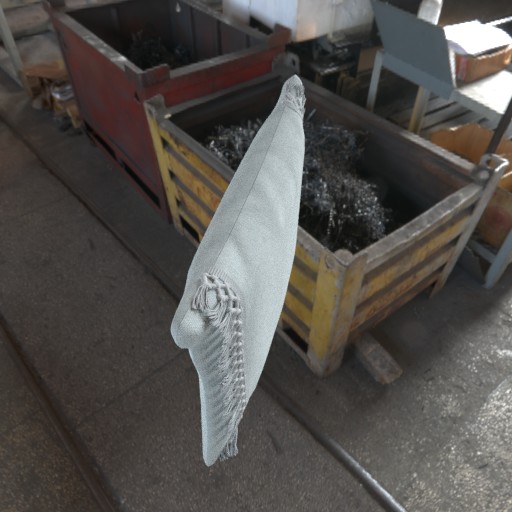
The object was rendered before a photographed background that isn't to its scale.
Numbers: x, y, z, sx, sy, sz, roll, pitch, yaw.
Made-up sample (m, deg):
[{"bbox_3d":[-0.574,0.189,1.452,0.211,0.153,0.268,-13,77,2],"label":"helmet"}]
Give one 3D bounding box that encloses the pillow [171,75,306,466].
[{"bbox_3d":[0.000,0.000,0.599,0.084,0.305,0.466,11,47,10],"label":"pillow"}]
